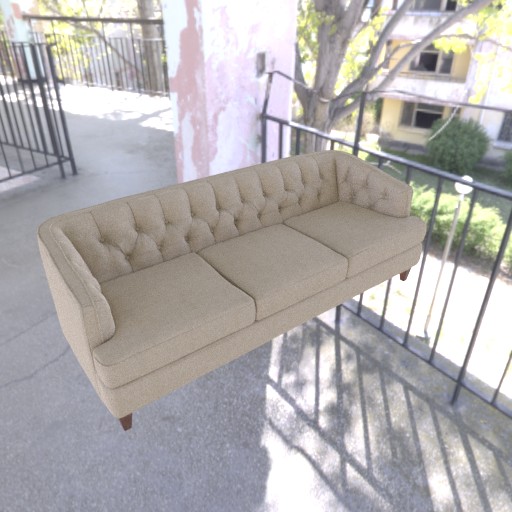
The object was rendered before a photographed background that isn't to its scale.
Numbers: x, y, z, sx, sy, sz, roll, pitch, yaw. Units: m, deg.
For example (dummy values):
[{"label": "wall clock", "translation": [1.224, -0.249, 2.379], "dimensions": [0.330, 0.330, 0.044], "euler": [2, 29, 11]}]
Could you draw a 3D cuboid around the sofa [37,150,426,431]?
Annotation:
[{"label": "sofa", "translation": [0.000, 0.000, 2.696], "dimensions": [2.235, 0.788, 0.913], "euler": [-21, 36, -32]}]
